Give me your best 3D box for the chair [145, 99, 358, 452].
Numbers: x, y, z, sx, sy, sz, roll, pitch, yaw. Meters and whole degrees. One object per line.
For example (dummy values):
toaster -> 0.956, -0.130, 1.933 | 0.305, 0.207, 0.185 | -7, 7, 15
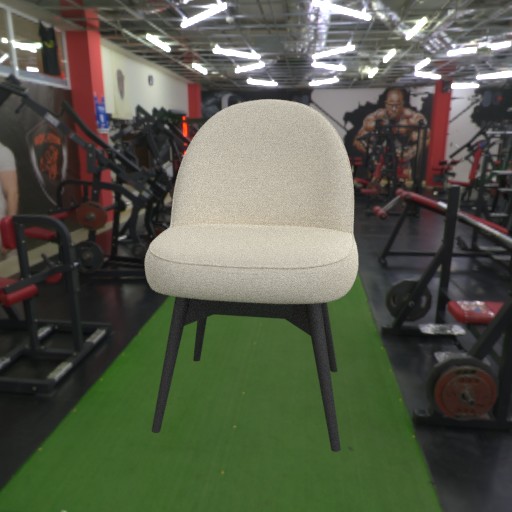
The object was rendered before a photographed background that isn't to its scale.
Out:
chair -> 0.000, 0.000, 1.203 | 0.532, 0.838, 0.540 | 2, 16, 9
